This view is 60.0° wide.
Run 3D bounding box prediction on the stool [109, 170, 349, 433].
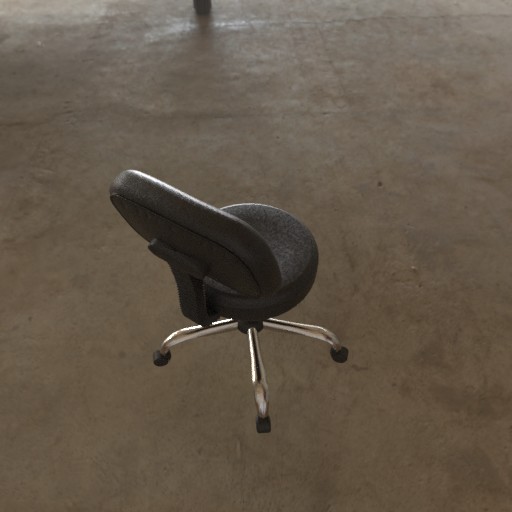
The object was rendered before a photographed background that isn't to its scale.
[{"bbox_3d":[0.000,0.000,1.345,0.673,0.862,0.648,26,53,22],"label":"stool"}]
